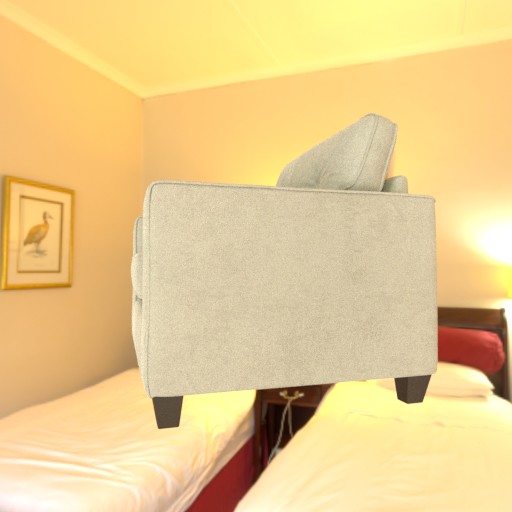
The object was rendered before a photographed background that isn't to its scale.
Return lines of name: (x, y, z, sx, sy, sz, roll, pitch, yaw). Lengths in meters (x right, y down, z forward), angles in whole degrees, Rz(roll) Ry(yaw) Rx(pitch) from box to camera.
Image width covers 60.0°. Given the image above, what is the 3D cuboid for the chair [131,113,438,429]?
chair: (0.000, 0.000, 1.754, 0.939, 0.965, 1.015, 0, -2, -17)
